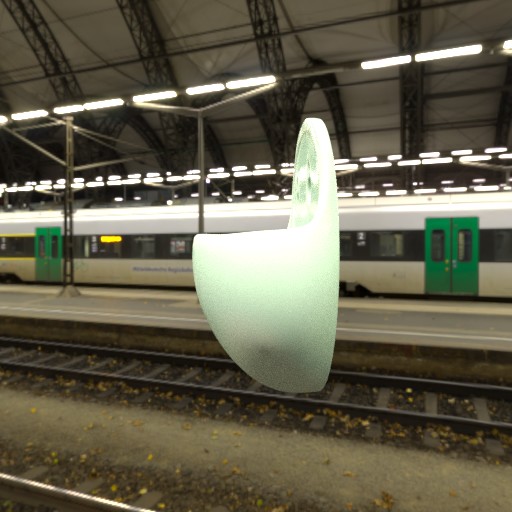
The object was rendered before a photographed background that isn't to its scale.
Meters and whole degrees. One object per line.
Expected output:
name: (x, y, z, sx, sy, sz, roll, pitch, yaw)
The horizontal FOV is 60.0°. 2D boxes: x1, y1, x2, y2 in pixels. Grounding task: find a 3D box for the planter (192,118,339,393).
planter: (0.000, 0.000, 0.279, 0.073, 0.164, 0.189, 0, 1, 0)
